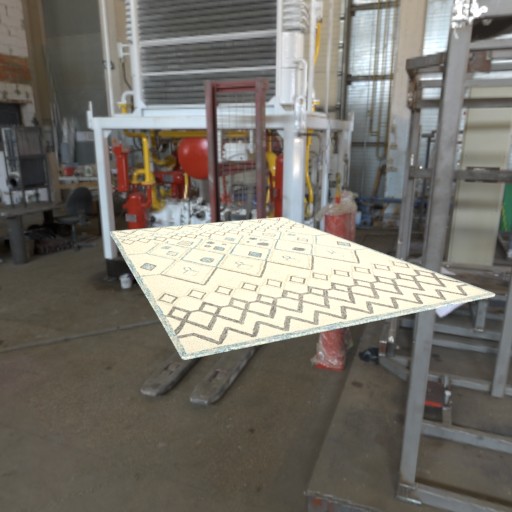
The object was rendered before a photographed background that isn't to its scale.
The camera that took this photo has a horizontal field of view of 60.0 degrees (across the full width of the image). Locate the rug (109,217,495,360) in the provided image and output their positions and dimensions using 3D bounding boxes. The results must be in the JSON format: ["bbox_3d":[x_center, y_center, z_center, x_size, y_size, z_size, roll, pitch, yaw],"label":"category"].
[{"bbox_3d":[0.000,0.000,2.295,1.260,0.009,1.820,-7,17,-23],"label":"rug"}]
